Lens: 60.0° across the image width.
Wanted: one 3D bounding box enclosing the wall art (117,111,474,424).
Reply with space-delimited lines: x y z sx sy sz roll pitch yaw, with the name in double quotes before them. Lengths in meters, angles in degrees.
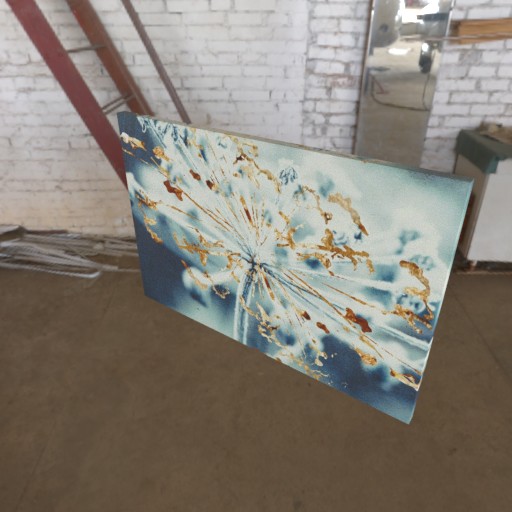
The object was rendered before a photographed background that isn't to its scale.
"wall art" 0.000 0.000 1.425 1.138 0.759 0.035 20 36 30
